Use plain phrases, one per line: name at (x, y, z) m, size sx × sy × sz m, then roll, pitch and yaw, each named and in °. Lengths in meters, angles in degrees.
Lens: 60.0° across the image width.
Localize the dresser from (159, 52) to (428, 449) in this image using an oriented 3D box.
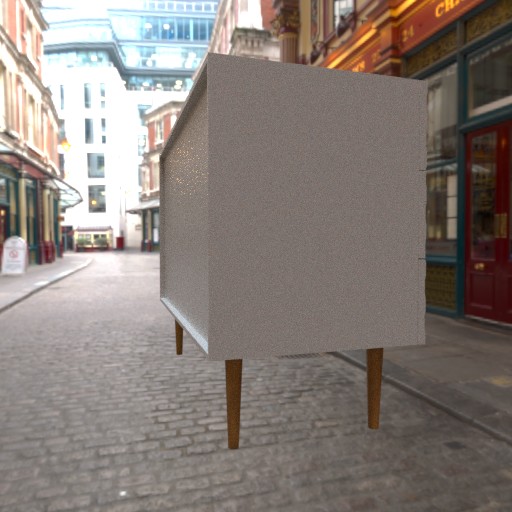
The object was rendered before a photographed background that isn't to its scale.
dresser at (0.000, 0.000, 1.266) m, size 0.457 × 0.721 × 0.905 m, roll 0°, pitch 1°, yaw -18°
